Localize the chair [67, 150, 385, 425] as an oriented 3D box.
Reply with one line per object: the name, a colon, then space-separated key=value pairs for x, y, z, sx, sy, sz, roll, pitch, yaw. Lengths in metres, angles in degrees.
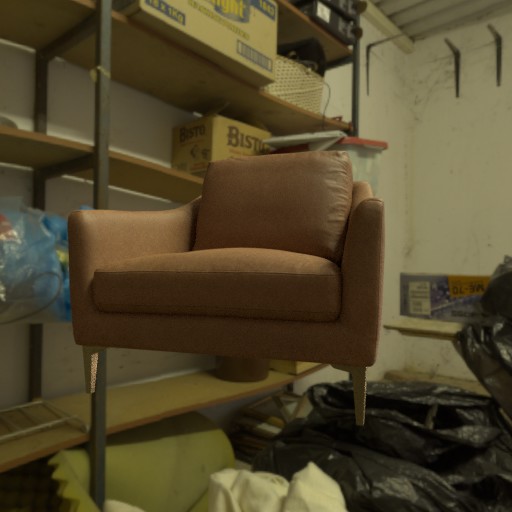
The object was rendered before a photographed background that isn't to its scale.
chair: x=0.000 y=0.000 z=1.709 sx=0.988 sy=0.895 sz=0.963 roll=0 pitch=0 yaw=19
